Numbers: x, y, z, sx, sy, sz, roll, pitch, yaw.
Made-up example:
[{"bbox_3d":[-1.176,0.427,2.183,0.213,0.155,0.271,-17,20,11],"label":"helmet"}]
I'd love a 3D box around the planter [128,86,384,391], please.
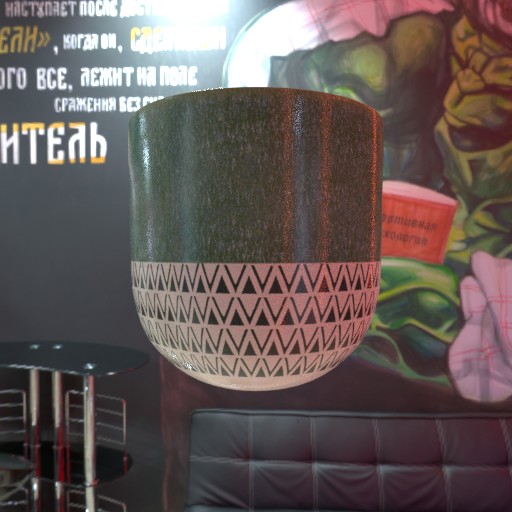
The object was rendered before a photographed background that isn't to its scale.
[{"bbox_3d":[0.000,0.000,0.482,0.266,0.270,0.266,0,1,0],"label":"planter"}]
